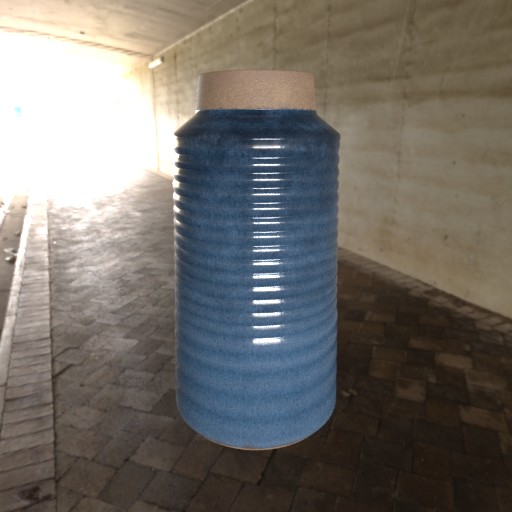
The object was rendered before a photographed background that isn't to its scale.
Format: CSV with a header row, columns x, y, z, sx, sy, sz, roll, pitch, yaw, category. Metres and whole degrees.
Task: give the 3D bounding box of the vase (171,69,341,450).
x,y,z,sx,sy,sz,roll,pitch,yaw,category
0.000,0.000,0.418,0.163,0.316,0.163,0,17,0,vase
